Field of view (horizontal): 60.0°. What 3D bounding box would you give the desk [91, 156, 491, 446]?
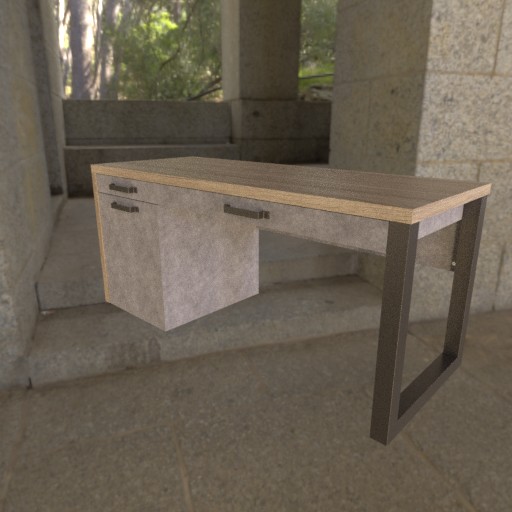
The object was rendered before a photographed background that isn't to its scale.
[{"bbox_3d":[0.000,0.000,2.038,1.700,0.760,0.690,15,23,40],"label":"desk"}]
